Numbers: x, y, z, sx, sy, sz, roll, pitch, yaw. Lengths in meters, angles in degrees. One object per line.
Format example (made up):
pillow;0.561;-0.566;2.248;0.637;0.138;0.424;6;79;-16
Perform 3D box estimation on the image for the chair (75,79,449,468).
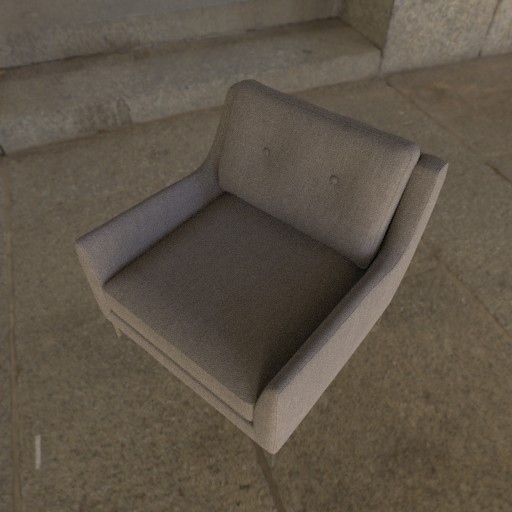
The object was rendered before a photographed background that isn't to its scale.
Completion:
chair;0.000;0.000;1.526;0.847;0.828;0.849;31;55;25
